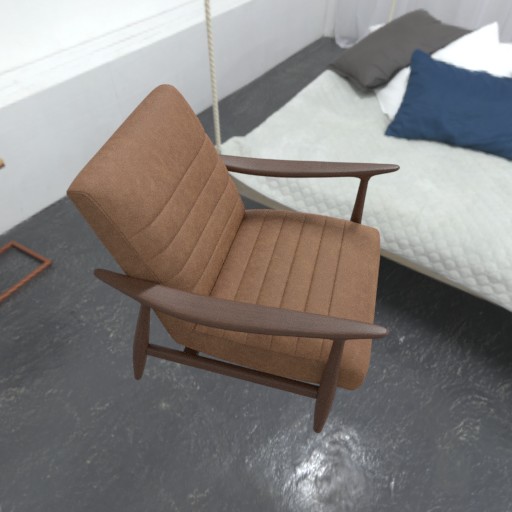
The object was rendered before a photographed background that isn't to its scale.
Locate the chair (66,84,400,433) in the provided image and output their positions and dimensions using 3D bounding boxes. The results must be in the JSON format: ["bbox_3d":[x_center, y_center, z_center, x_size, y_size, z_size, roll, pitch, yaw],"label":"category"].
[{"bbox_3d":[0.000,0.000,1.430,0.798,0.832,0.741,11,47,10],"label":"chair"}]
